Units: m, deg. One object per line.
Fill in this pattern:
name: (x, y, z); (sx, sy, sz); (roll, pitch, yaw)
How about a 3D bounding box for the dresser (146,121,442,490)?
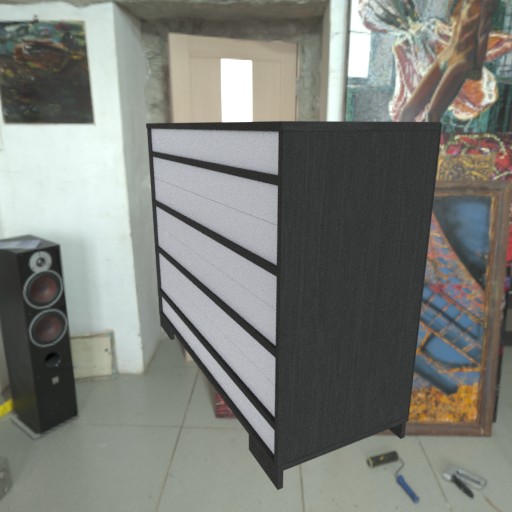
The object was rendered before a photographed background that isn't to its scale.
dresser: (0.000, 0.000, 1.417); (0.404, 0.816, 0.994); (-8, 18, -26)
